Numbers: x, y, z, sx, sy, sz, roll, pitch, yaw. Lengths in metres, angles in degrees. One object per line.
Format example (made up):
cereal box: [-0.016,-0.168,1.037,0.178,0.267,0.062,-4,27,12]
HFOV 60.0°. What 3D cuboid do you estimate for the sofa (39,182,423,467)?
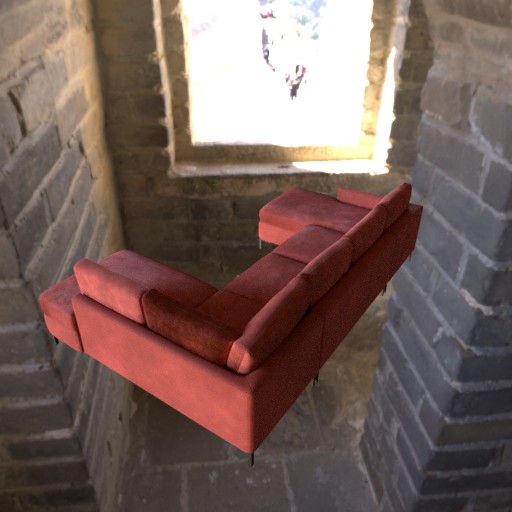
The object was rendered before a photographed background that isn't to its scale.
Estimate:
sofa: [0.000,0.000,3.888,1.981,0.858,2.971,20,36,29]
